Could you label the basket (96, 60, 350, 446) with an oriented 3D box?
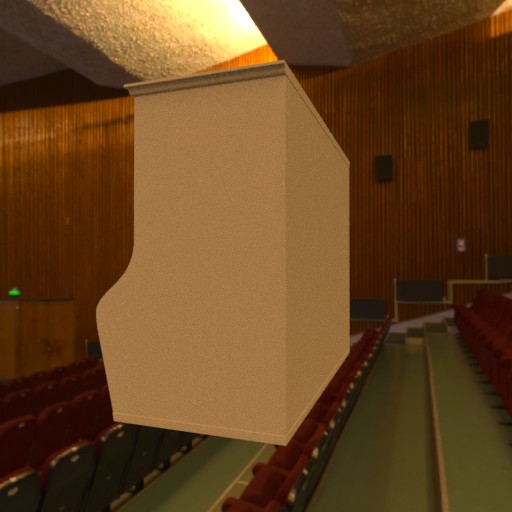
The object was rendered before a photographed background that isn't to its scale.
[{"bbox_3d":[0.000,0.000,1.148,0.376,0.625,0.792,0,-1,19],"label":"basket"}]
